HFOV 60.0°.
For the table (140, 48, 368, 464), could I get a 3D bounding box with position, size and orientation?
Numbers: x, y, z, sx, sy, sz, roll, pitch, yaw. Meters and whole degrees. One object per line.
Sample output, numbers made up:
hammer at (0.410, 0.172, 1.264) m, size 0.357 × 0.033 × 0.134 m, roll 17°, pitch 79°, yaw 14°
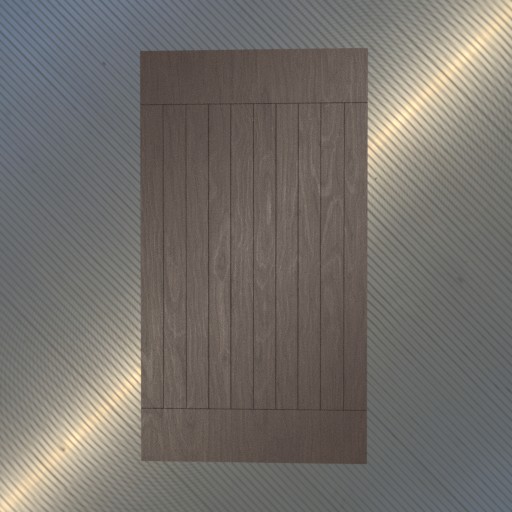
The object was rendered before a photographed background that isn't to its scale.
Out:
table at (0.000, 0.000, 1.386) m, size 0.600 × 0.494 × 1.062 m, roll 0°, pitch 91°, yaw 2°
